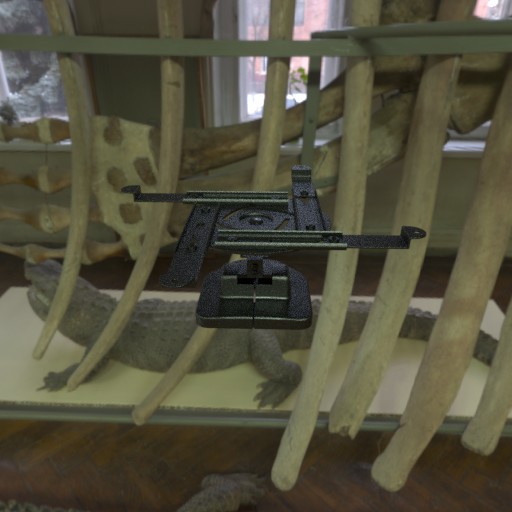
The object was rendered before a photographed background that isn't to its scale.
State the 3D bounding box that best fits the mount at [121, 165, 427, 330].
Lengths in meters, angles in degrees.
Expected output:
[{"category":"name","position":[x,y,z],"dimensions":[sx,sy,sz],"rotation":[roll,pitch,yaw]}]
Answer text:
[{"category":"mount","position":[0.000,0.000,0.607],"dimensions":[0.394,0.141,0.394],"rotation":[1,28,2]}]
